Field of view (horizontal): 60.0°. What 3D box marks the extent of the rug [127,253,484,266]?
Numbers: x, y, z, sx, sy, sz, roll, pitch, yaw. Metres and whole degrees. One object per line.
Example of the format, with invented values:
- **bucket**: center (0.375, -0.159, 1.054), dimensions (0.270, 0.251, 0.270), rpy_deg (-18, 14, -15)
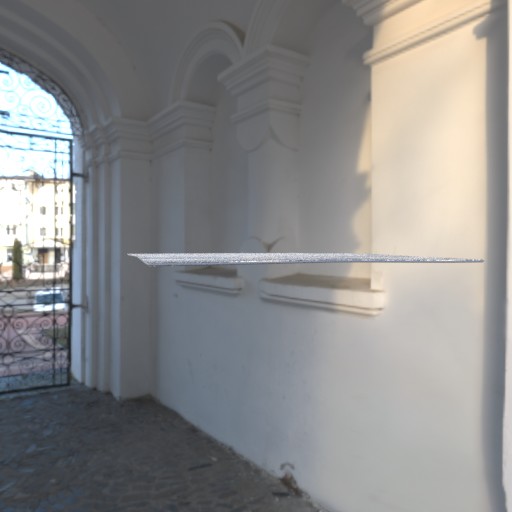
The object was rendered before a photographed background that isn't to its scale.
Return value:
- **rug**: center (0.000, 0.000, 3.042), dimensions (1.624, 0.030, 2.349), rpy_deg (0, 1, -18)
